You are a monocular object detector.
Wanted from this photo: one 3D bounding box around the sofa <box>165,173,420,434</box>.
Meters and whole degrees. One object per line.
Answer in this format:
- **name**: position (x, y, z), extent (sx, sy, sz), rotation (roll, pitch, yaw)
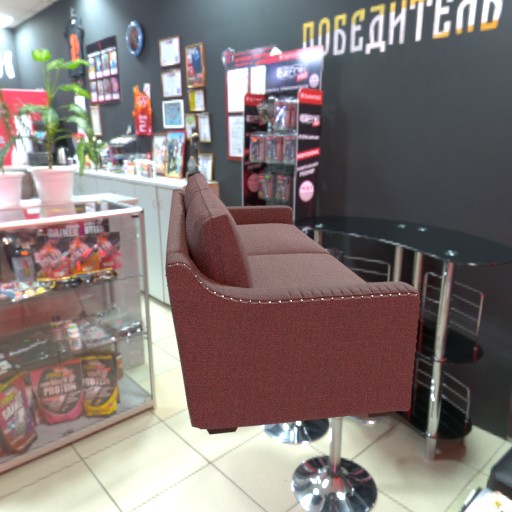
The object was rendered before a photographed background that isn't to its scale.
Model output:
- **sofa**: position (0.000, 0.000, 2.698), extent (1.000, 0.857, 2.208), rotation (-3, 16, -9)
